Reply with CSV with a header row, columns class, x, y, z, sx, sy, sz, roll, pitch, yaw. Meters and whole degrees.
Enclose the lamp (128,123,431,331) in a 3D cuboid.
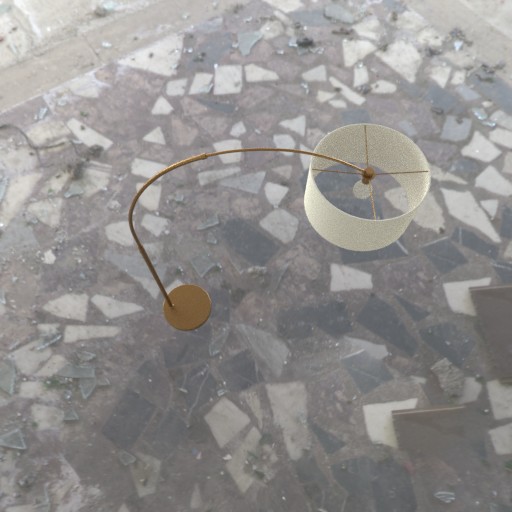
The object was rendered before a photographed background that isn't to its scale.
class,x,y,z,sx,sy,sz,roll,pitch,yaw
lamp,0.000,0.000,2.586,1.434,1.927,0.493,1,64,1
